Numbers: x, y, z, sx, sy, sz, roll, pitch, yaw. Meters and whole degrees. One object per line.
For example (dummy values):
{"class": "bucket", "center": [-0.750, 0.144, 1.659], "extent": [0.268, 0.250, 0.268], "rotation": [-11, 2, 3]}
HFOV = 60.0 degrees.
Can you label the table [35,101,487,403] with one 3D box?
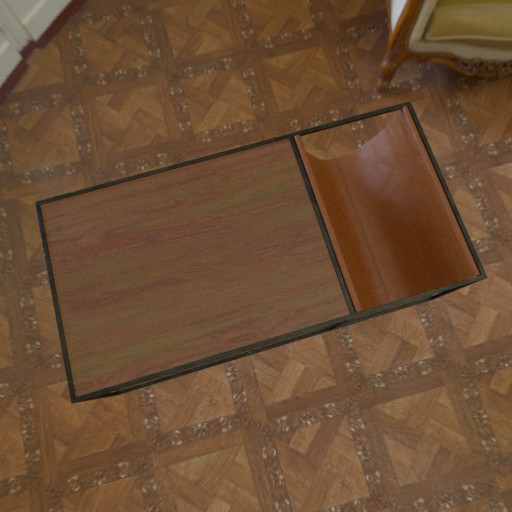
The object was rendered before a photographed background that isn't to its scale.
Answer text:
{"class": "table", "center": [0.000, 0.000, 1.483], "extent": [1.199, 0.403, 0.597], "rotation": [-16, 76, -4]}
